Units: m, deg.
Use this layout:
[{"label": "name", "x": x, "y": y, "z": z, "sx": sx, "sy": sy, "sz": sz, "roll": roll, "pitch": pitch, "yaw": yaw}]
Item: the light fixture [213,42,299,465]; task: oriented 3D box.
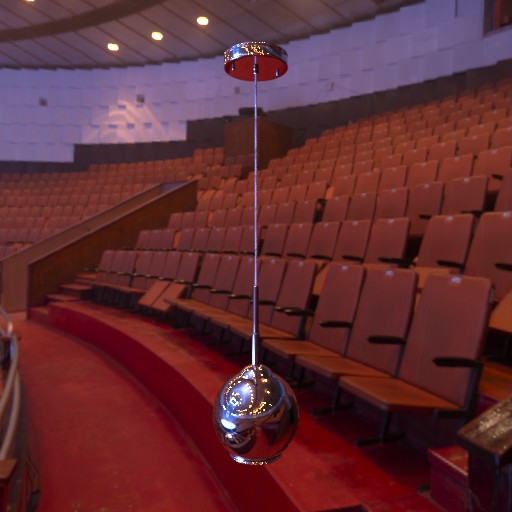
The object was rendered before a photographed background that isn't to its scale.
[{"label": "light fixture", "x": 0.000, "y": 0.000, "z": 1.721, "sx": 0.336, "sy": 1.538, "sz": 0.336, "roll": 0, "pitch": 1, "yaw": -18}]
